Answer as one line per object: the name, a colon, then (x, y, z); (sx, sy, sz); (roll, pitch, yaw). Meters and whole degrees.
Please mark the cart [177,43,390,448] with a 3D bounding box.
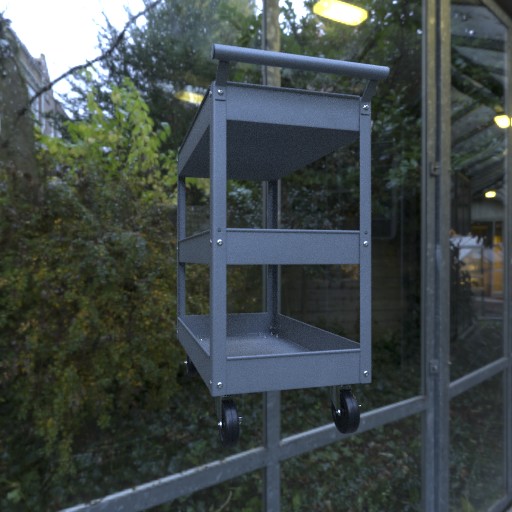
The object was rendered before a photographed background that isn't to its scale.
cart: (0.000, 0.000, 1.201); (0.366, 0.780, 0.719); (0, 0, -16)
